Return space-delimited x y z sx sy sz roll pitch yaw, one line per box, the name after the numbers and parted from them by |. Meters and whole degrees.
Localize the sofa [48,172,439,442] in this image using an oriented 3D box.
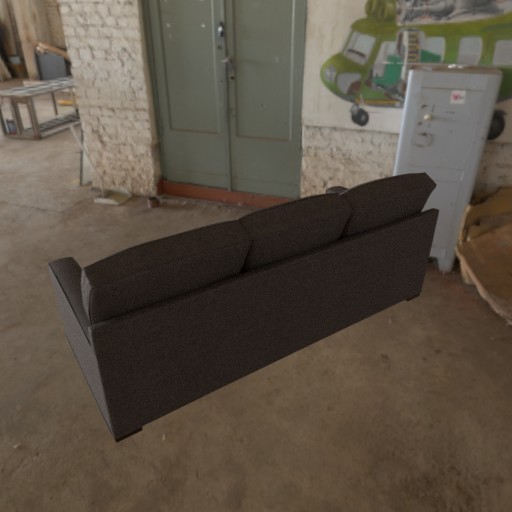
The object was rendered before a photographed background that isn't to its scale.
0.000 0.000 2.911 2.369 0.978 1.004 -18 34 -29 | sofa
